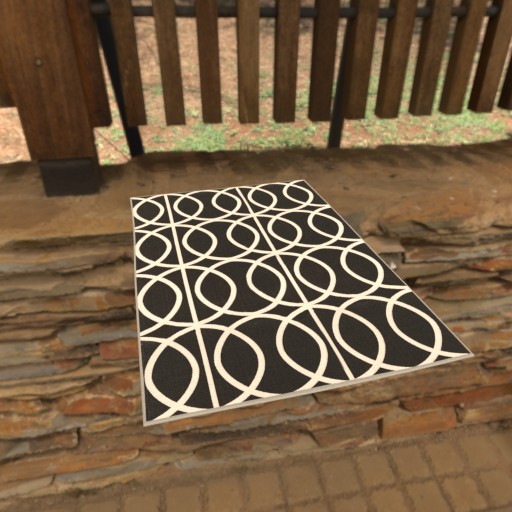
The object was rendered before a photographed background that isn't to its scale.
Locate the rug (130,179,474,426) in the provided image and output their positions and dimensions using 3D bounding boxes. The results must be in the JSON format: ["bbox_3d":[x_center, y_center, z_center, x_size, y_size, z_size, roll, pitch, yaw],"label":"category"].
[{"bbox_3d":[0.000,0.000,2.848,1.528,0.014,2.294,-8,32,-13],"label":"rug"}]
